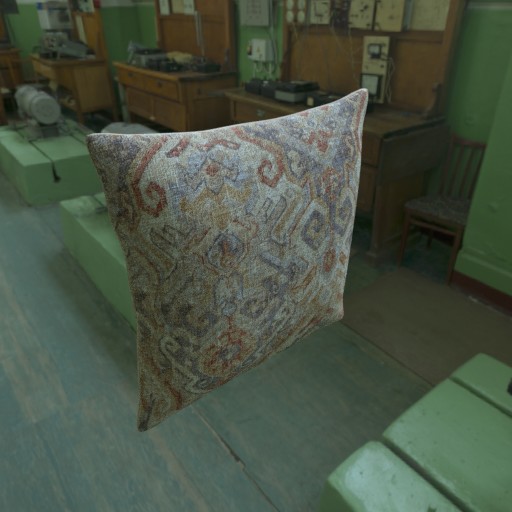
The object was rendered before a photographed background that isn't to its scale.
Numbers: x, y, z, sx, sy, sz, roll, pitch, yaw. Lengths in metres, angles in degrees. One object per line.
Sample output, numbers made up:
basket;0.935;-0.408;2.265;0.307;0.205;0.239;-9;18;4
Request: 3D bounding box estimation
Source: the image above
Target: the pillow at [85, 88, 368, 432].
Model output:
pillow;0.000;0.000;0.779;0.523;0.506;0.166;-22;36;-33
